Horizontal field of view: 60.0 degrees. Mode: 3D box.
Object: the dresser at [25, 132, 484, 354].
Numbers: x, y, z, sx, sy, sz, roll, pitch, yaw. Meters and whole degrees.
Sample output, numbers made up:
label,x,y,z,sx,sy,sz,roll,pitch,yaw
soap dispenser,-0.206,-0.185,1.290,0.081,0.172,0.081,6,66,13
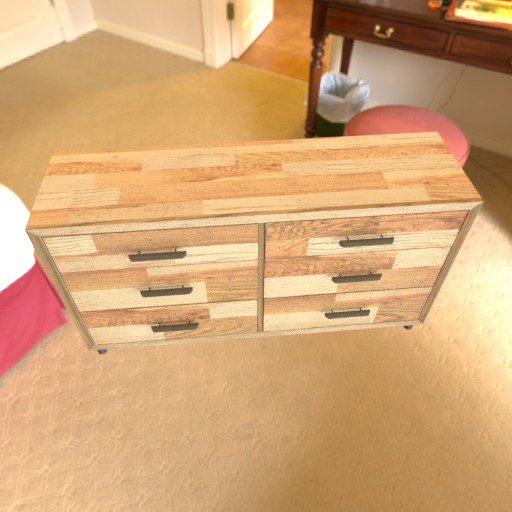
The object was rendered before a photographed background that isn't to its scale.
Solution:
label,x,y,z,sx,sy,sz,roll,pitch,yaw
dresser,0.000,0.000,1.925,1.547,0.834,0.487,-4,48,-4
